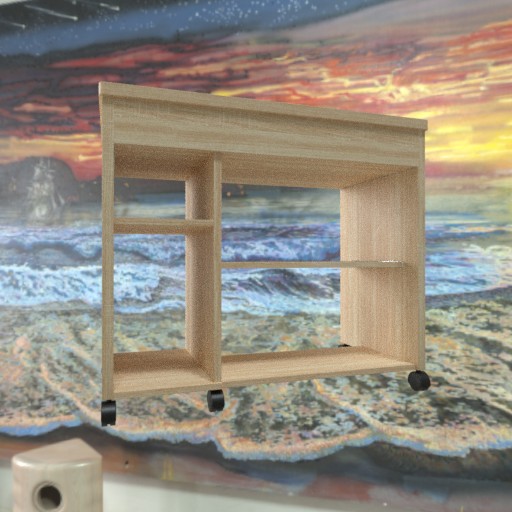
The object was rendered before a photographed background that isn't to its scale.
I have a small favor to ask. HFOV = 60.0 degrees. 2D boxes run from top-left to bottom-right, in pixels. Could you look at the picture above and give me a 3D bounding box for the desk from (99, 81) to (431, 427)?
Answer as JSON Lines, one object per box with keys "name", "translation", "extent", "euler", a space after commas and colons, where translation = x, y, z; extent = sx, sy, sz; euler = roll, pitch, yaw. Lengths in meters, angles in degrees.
{"name": "desk", "translation": [0.000, 0.000, 1.333], "extent": [0.884, 0.770, 0.480], "euler": [0, 0, -18]}
